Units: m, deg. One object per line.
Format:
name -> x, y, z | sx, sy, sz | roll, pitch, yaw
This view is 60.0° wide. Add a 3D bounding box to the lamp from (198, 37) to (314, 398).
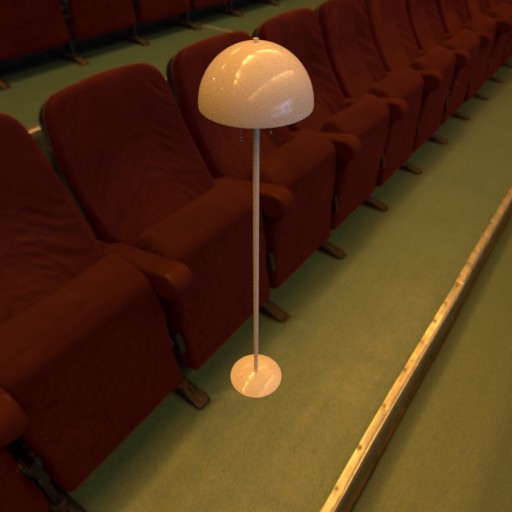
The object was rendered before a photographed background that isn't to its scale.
lamp -> 0.000, 0.000, 1.629 | 0.328, 1.480, 0.328 | 26, 46, 27
